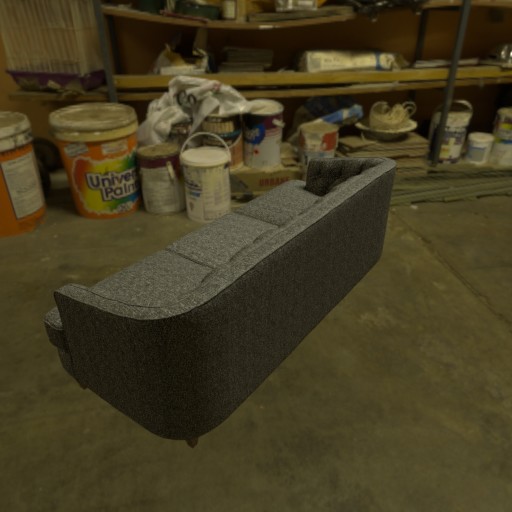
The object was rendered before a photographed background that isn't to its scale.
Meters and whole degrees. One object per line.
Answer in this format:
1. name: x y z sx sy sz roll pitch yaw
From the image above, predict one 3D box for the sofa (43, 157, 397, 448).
1. sofa: 0.000 0.000 2.685 0.941 0.855 2.278 21 36 31
